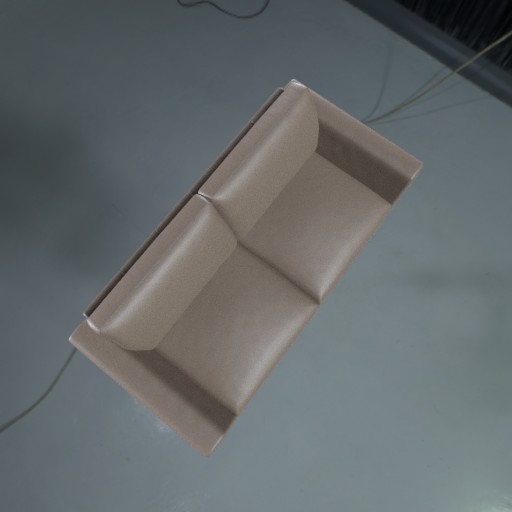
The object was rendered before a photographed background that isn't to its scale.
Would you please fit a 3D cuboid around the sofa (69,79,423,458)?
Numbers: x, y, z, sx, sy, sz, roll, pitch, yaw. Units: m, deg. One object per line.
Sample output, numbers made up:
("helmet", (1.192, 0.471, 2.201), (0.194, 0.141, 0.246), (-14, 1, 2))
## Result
("sofa", (0.000, 0.000, 2.598), (0.953, 0.875, 2.017), (37, 78, 9))
